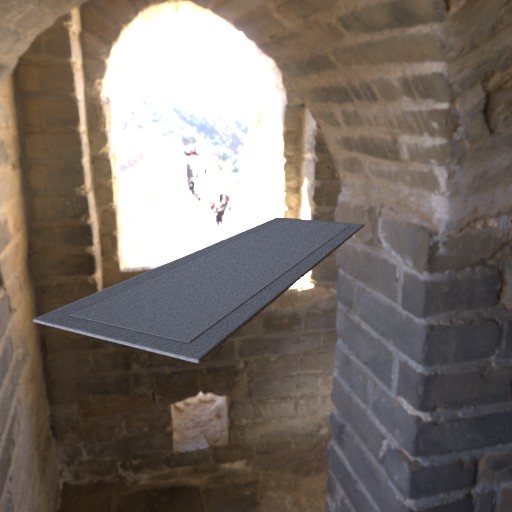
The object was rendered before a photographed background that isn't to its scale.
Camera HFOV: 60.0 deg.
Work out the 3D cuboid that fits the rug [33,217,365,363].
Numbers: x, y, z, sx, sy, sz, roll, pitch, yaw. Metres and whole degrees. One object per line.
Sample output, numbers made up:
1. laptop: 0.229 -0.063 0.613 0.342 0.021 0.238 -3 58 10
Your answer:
1. rug: 0.000 0.000 2.611 0.759 0.012 2.430 7 17 24
